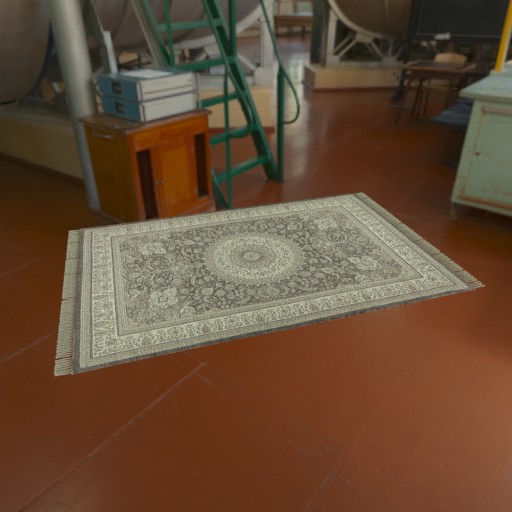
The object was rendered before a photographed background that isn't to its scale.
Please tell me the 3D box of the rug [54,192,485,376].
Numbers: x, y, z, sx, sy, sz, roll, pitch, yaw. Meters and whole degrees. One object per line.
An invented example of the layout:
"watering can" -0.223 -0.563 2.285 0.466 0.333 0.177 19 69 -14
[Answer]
"rug" 0.000 0.000 4.186 3.422 0.015 2.143 -9 32 -15
